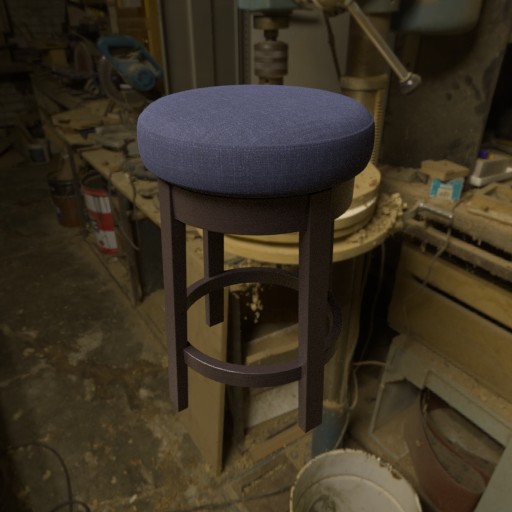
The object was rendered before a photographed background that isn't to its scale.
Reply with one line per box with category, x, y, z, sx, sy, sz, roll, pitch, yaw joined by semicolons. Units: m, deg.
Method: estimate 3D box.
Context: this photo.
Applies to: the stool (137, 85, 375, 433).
stool;0.000;0.000;0.956;0.449;0.655;0.449;0;30;0
